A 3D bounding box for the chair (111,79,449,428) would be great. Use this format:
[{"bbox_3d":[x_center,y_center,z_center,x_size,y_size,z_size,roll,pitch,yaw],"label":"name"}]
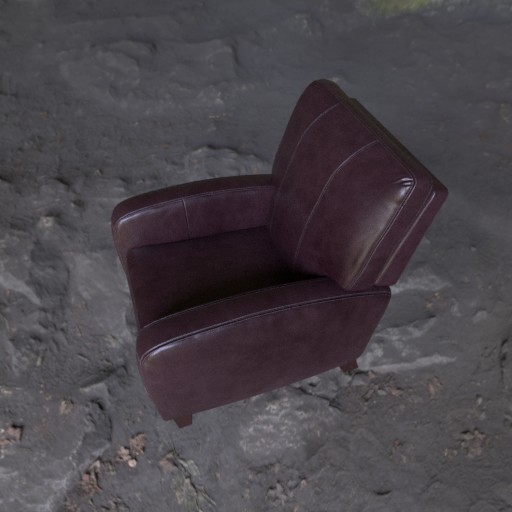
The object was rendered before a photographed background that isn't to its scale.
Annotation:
[{"bbox_3d":[0.000,0.000,1.656,0.990,0.990,0.762,-15,49,-13],"label":"chair"}]
